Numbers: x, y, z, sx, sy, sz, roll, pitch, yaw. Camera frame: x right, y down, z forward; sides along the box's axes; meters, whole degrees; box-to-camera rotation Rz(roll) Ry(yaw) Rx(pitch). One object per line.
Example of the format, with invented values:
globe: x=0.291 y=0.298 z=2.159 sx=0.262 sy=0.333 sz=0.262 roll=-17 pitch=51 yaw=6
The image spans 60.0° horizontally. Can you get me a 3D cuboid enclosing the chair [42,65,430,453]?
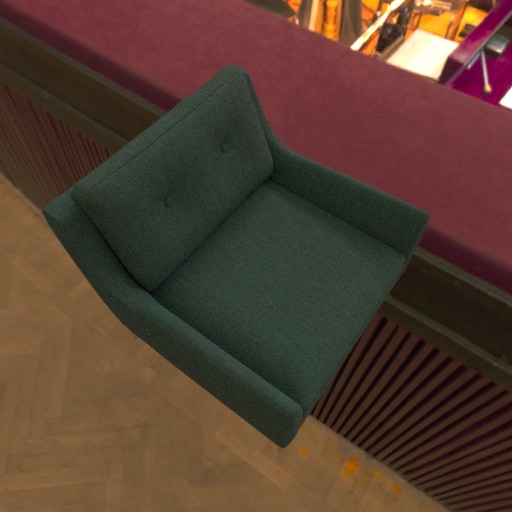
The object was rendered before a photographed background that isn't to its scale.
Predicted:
chair: x=0.000 y=0.000 z=1.513 sx=0.849 sy=0.828 sz=0.847 roll=32 pitch=63 yaw=19
